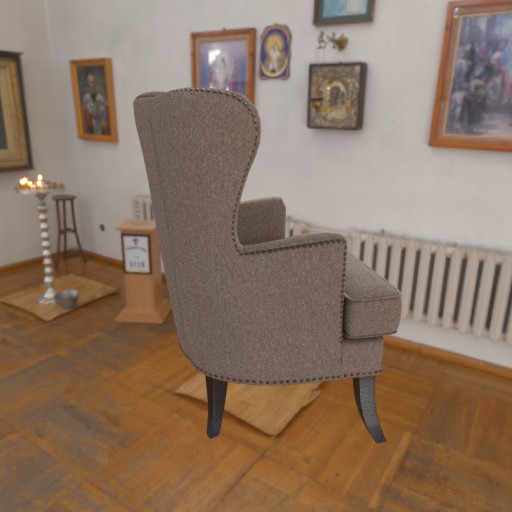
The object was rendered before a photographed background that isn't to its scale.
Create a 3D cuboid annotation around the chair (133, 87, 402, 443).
[{"bbox_3d":[0.000,0.000,1.553,0.758,1.060,0.759,-3,17,-11],"label":"chair"}]
